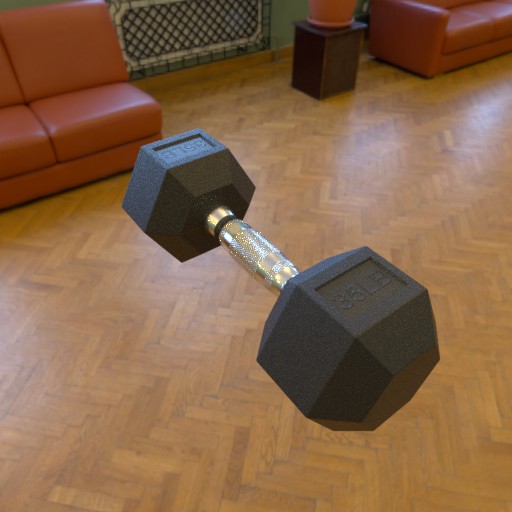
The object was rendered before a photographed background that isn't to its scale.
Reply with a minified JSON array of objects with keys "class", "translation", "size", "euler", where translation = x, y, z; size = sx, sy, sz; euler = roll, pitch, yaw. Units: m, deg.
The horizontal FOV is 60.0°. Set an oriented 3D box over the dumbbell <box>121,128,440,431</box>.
[{"class":"dumbbell","translation":[0.000,0.000,0.425],"size":[0.141,0.123,0.356],"euler":[-26,48,-26]}]
